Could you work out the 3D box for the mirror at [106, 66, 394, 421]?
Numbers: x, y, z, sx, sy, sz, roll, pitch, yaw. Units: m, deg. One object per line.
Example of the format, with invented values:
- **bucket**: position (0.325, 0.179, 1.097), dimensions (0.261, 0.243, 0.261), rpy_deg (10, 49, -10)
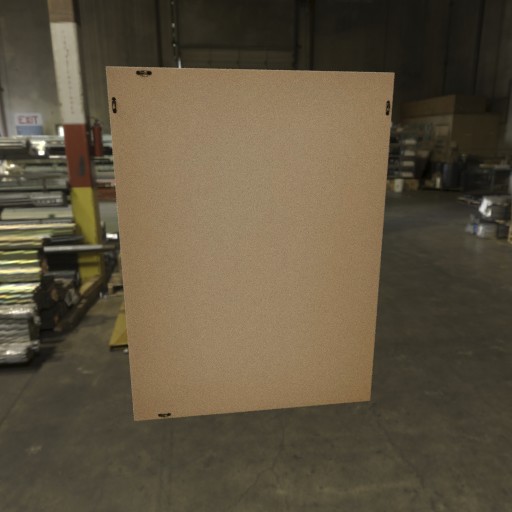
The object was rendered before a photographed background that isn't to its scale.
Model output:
- **mirror**: position (0.000, 0.000, 1.305), dimensions (0.762, 1.016, 0.040), rpy_deg (-2, 15, -8)
